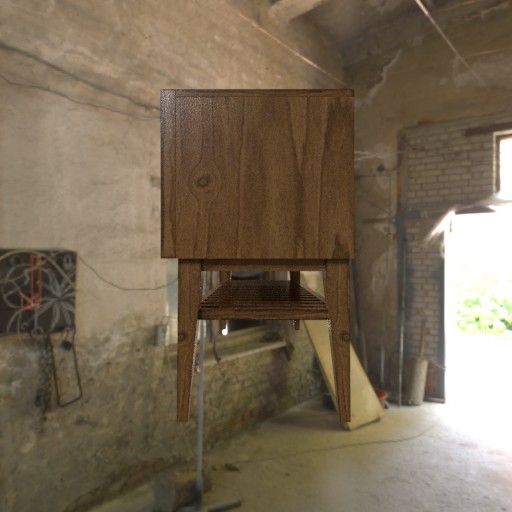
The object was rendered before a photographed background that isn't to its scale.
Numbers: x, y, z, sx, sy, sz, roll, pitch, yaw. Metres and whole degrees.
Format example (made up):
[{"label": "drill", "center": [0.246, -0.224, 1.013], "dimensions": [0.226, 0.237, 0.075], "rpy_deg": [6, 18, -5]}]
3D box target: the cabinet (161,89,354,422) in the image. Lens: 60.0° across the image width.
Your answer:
[{"label": "cabinet", "center": [0.000, 0.000, 1.744], "dimensions": [0.477, 0.802, 1.363], "rpy_deg": [0, 0, 0]}]
